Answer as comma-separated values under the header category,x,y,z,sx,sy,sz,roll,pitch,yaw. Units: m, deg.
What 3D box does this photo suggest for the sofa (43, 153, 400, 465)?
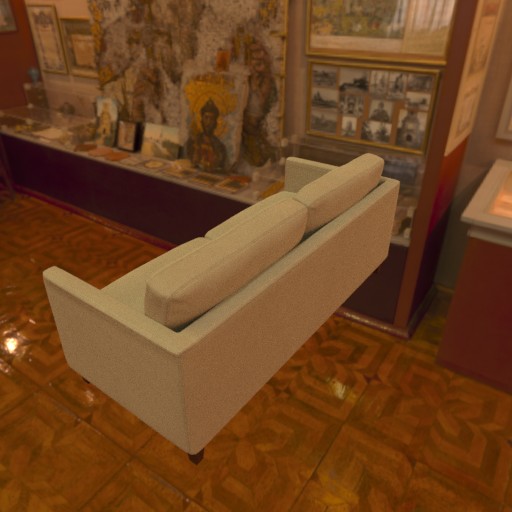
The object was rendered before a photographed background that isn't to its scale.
category,x,y,z,sx,sy,sz,roll,pitch,yaw
sofa,0.000,0.000,2.707,0.948,0.932,2.181,21,36,31
